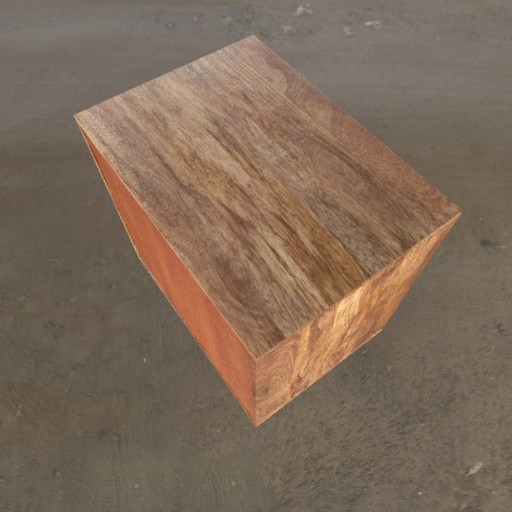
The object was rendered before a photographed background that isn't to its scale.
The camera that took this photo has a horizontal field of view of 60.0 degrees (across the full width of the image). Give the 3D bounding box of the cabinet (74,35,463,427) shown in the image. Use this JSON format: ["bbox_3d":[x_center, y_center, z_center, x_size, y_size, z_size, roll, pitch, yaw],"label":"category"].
[{"bbox_3d":[0.000,0.000,1.194,0.473,0.758,0.647,-32,65,-17],"label":"cabinet"}]
